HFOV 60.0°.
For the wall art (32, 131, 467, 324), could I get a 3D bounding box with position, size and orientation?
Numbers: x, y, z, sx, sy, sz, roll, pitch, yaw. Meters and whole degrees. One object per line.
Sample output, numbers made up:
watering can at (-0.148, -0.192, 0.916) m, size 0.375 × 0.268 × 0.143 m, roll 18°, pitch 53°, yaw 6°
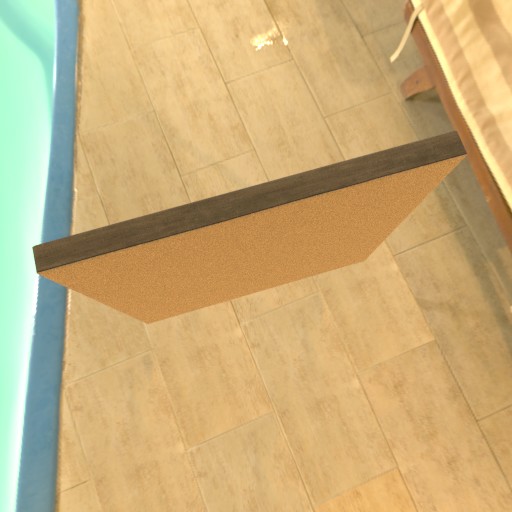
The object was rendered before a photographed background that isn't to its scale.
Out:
wall art at (0.000, 0.000, 1.107) m, size 0.749 × 0.751 × 0.050 m, roll -16°, pitch 76°, yaw -4°
